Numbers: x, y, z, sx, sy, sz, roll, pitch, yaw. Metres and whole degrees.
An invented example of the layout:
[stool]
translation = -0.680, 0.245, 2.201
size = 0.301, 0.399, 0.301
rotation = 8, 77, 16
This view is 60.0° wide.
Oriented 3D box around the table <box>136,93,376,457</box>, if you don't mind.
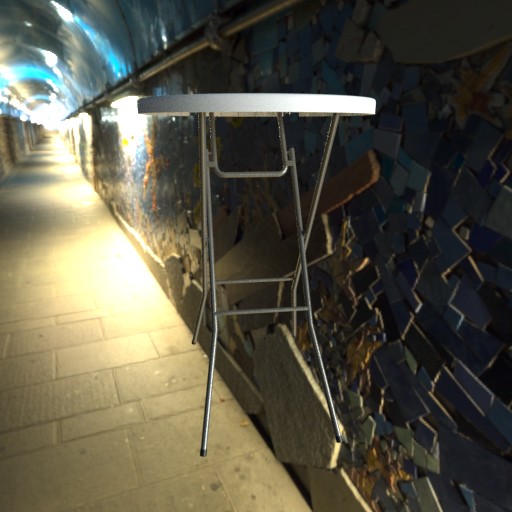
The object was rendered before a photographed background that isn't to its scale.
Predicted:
[table]
translation = 0.000, 0.000, 1.670
size = 0.792, 1.105, 0.795
rotation = -2, 17, -8
